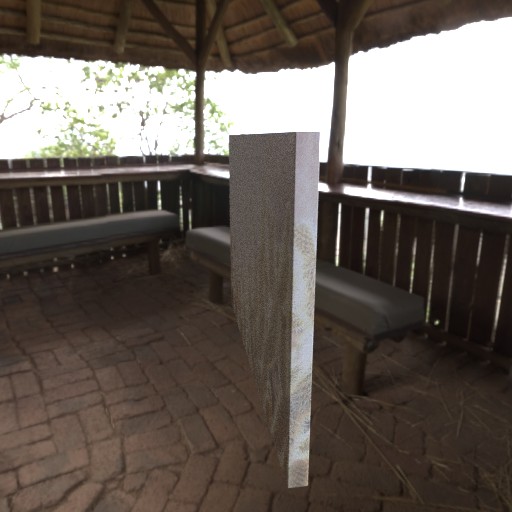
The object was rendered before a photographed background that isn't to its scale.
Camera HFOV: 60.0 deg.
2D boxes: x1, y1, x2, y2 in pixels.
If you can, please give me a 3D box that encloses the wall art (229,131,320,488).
[{"bbox_3d":[0.000,0.000,1.144,0.040,0.608,0.916,-2,15,-9],"label":"wall art"}]
